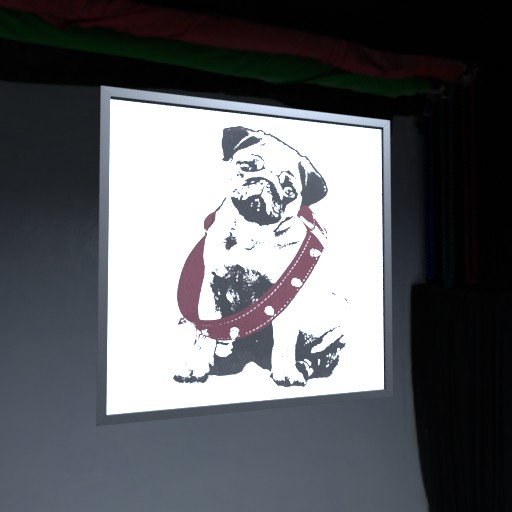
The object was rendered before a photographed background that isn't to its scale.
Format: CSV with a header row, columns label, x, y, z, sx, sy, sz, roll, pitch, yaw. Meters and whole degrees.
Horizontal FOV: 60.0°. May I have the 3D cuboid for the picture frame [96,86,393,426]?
label,x,y,z,sx,sy,sz,roll,pitch,yaw
picture frame,0.000,0.000,0.475,0.317,0.317,0.030,1,-2,-18
